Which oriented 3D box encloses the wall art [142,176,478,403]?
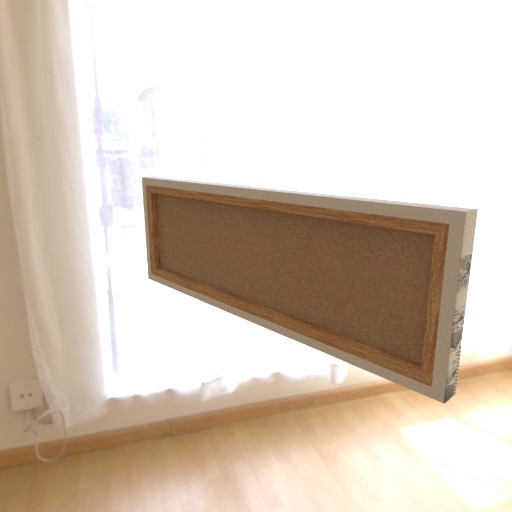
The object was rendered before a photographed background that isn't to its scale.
[{"bbox_3d":[0.000,0.000,0.834,0.038,0.255,0.763,-13,19,-41],"label":"wall art"}]
